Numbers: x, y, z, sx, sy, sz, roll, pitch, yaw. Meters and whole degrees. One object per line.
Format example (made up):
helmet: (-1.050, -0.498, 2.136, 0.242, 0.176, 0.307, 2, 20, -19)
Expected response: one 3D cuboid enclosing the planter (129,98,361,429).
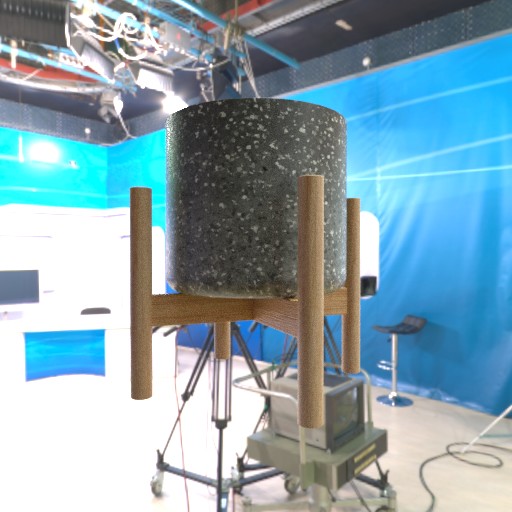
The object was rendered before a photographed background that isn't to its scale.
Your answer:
planter: (0.000, 0.000, 0.556, 0.284, 0.320, 0.284, 0, 1, 1)
